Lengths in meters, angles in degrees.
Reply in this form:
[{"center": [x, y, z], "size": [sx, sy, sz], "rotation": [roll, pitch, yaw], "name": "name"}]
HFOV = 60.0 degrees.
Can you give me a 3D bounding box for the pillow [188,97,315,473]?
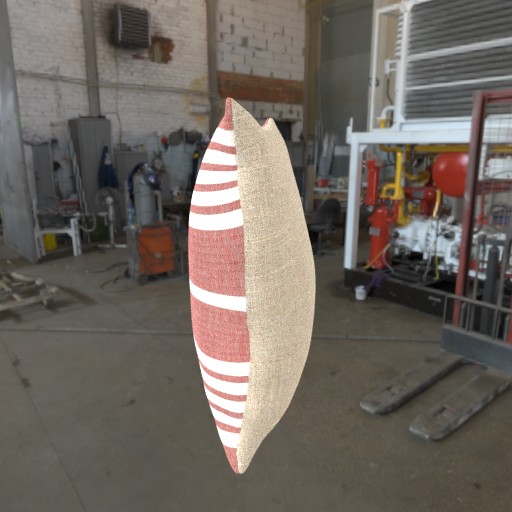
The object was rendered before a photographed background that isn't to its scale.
[{"center": [0.000, 0.000, 0.675], "size": [0.182, 0.427, 0.439], "rotation": [2, 14, 7], "name": "pillow"}]
